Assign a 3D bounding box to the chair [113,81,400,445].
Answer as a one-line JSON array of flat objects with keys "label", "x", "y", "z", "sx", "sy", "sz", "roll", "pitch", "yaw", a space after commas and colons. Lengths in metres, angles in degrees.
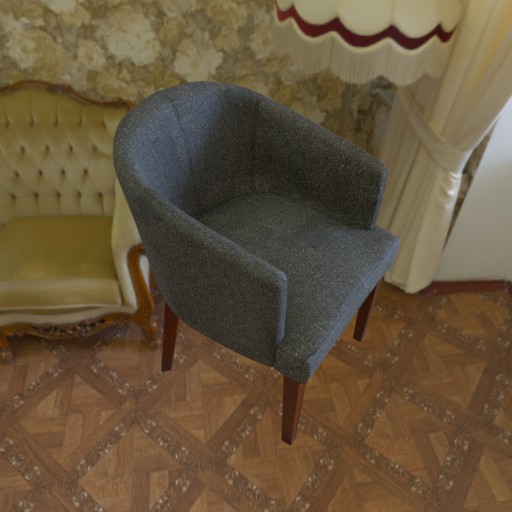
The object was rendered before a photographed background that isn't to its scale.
[{"label": "chair", "x": 0.000, "y": 0.000, "z": 1.271, "sx": 0.655, "sy": 0.811, "sz": 0.583, "roll": 26, "pitch": 49, "yaw": 25}]
